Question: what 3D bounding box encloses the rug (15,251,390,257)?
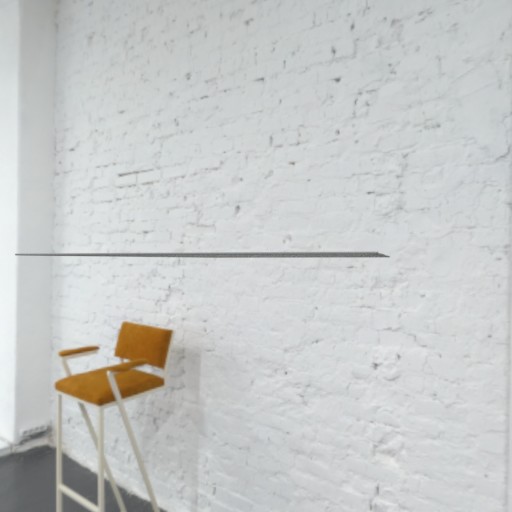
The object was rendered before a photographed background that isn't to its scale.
[{"bbox_3d":[0.000,0.000,4.221,2.393,0.013,3.307,0,-1,18],"label":"rug"}]
